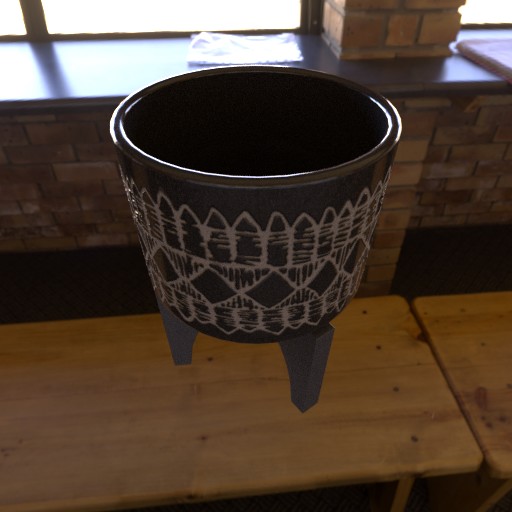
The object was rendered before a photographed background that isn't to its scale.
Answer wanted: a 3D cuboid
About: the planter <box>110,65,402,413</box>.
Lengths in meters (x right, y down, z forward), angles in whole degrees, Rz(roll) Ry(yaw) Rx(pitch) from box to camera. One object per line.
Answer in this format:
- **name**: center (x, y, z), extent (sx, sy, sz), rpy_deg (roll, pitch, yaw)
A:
- **planter**: center (0.000, 0.000, 0.389), extent (0.196, 0.264, 0.196), rpy_deg (-26, 47, -27)
